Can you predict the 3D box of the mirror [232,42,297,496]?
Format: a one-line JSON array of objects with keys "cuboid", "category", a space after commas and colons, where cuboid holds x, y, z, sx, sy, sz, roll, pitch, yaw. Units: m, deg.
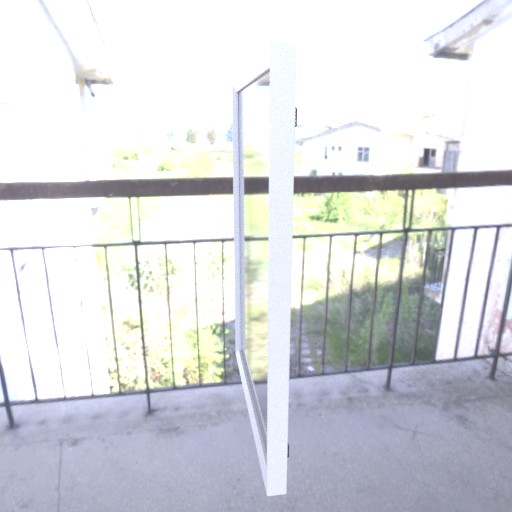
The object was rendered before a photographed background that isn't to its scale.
[{"cuboid": [0.000, 0.000, 0.904, 0.039, 0.710, 0.507, -2, 16, -8], "category": "mirror"}]
